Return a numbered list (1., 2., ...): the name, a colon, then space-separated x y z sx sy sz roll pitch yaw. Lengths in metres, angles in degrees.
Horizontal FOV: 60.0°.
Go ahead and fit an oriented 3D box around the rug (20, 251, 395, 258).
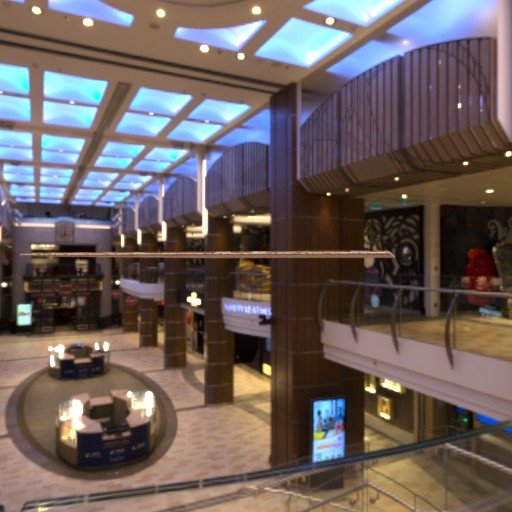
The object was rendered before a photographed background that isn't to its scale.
1. rug: 0.000 0.000 4.148 2.466 0.021 3.049 0 -1 18
